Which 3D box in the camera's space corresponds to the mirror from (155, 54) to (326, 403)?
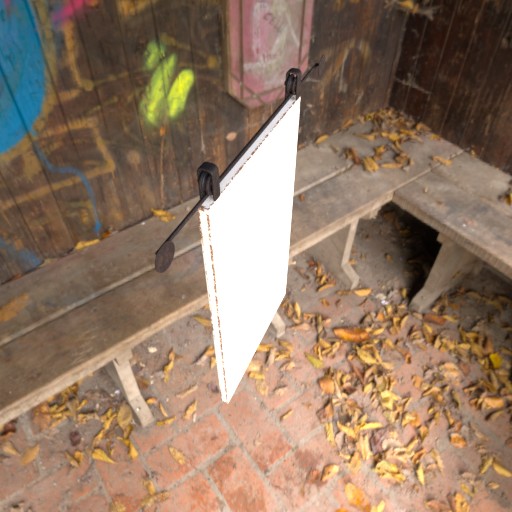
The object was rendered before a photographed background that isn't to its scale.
[{"bbox_3d":[0.000,0.000,1.192,0.037,0.844,0.808,18,49,17],"label":"mirror"}]
